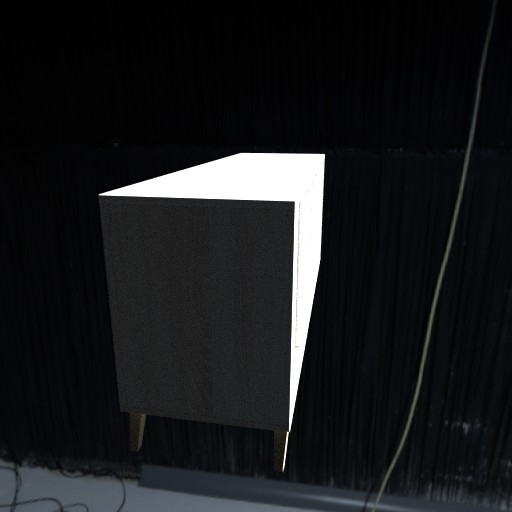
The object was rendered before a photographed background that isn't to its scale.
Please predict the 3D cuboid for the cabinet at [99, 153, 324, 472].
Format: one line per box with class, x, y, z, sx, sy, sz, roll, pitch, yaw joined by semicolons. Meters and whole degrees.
cabinet;0.000;0.000;1.966;0.500;0.780;1.649;3;17;10
